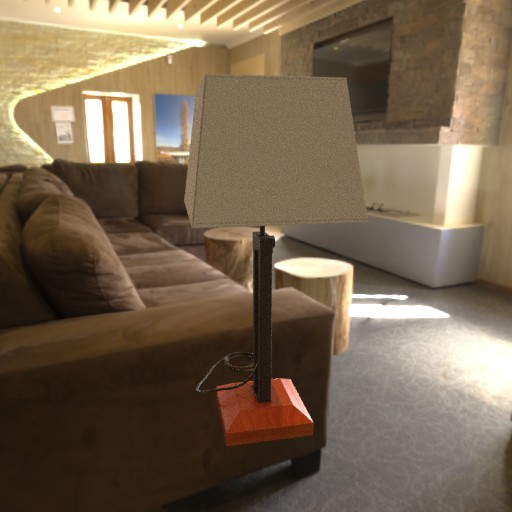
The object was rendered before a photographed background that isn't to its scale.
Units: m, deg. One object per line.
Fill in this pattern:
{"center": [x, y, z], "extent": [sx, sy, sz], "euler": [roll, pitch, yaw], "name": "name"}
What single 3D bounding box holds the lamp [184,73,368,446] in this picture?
{"center": [0.000, 0.000, 1.016], "extent": [0.310, 0.737, 0.498], "euler": [-3, 14, -10], "name": "lamp"}
